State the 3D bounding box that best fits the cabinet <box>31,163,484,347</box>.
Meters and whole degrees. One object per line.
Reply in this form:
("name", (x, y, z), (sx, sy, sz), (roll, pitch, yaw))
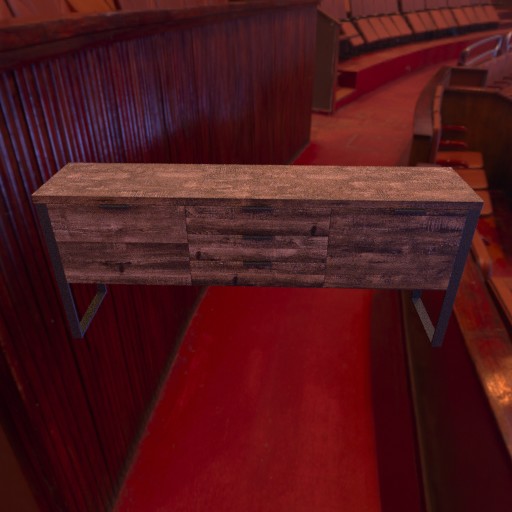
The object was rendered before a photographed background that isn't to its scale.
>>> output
("cabinet", (0.000, 0.000, 2.116), (1.800, 0.762, 0.395), (1, 32, 2))
